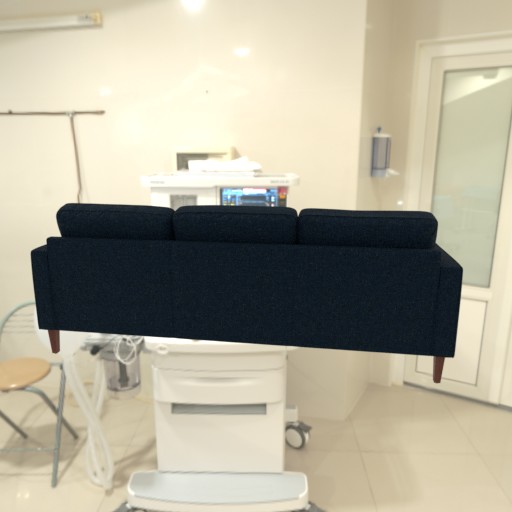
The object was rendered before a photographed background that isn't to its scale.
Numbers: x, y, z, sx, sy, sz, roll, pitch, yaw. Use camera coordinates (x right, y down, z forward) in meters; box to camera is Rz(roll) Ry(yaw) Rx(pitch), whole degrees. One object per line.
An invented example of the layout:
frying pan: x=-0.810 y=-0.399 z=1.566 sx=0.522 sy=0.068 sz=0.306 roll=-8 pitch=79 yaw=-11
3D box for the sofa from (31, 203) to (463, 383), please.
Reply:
sofa: x=0.000 y=0.000 z=2.956 sx=2.185 sy=0.841 sz=1.613 roll=2 pitch=14 yaw=9
